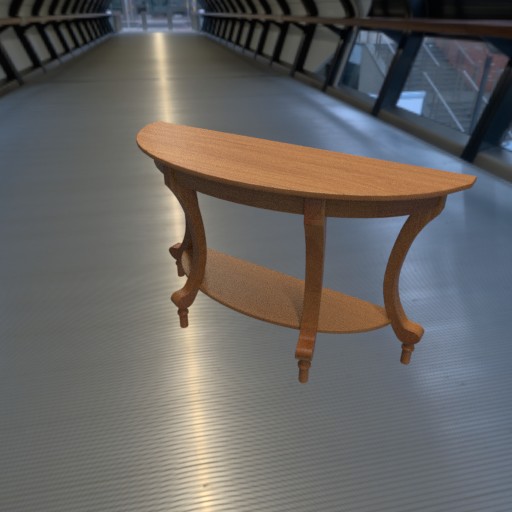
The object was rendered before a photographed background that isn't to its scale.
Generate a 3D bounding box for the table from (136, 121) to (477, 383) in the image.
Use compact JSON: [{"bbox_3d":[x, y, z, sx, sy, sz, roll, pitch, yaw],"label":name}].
[{"bbox_3d":[0.000,0.000,1.534,1.198,0.692,0.394,18,34,28],"label":"table"}]
